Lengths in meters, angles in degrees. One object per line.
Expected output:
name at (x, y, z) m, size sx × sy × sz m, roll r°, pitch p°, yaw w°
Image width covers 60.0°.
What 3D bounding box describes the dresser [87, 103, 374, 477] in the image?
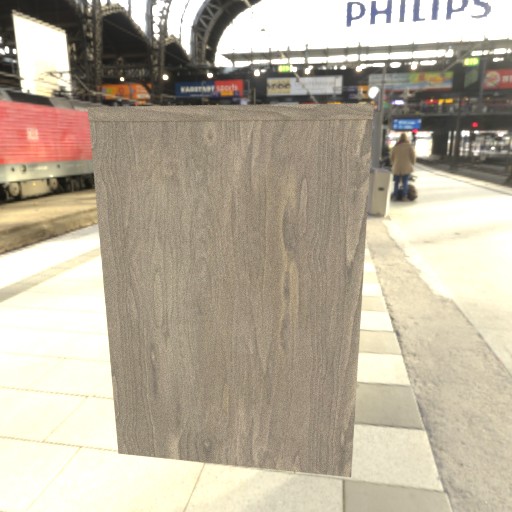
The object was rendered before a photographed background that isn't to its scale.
dresser at (0.000, 0.000, 1.283) m, size 0.529 × 0.762 × 0.809 m, roll 2°, pitch 14°, yaw 8°
